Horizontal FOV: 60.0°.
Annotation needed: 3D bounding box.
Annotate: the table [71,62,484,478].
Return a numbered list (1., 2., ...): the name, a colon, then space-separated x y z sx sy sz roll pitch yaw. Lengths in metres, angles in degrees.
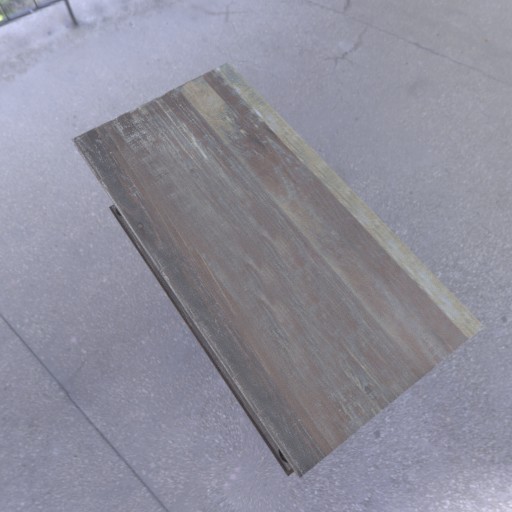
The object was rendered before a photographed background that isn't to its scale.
1. table: 0.000 0.000 1.353 0.554 0.399 1.088 -33 68 -15
